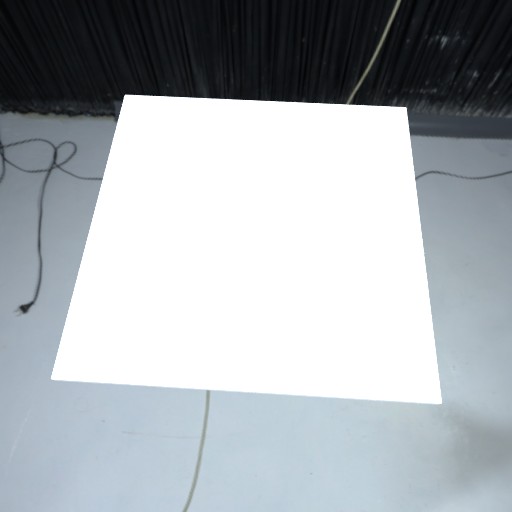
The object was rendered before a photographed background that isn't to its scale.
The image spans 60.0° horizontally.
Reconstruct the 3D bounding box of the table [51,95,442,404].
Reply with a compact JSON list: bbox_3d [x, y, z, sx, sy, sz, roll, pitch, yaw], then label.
[{"bbox_3d":[0.000,0.000,1.046,0.670,0.305,0.670,3,64,2],"label":"table"}]
